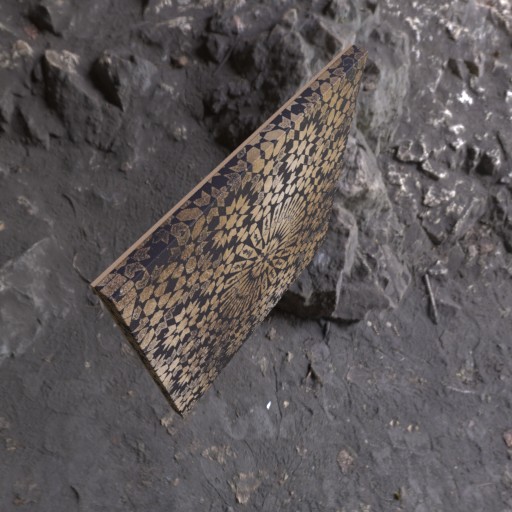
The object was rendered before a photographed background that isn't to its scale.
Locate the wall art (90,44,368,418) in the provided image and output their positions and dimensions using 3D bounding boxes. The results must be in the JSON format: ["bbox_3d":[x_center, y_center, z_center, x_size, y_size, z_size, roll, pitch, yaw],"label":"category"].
[{"bbox_3d":[0.000,0.000,0.911,0.038,0.612,0.612,32,63,19],"label":"wall art"}]
